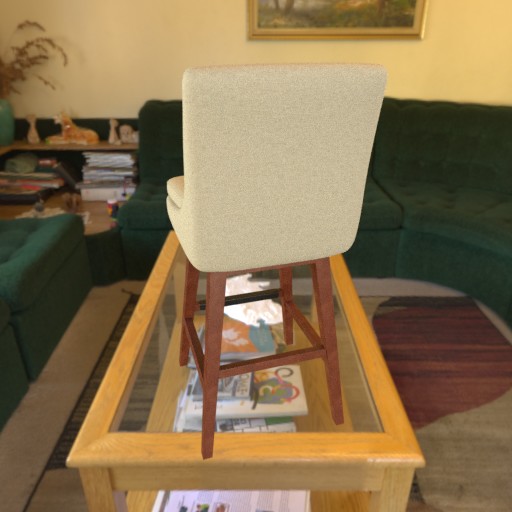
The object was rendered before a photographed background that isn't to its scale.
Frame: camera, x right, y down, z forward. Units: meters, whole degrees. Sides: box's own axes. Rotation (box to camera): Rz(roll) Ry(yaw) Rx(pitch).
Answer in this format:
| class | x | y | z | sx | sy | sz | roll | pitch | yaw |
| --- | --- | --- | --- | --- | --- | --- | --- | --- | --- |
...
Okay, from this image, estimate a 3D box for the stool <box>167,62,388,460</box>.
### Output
| class | x | y | z | sx | sy | sz | roll | pitch | yaw |
| --- | --- | --- | --- | --- | --- | --- | --- | --- | --- |
| stool | 0.000 | 0.000 | 1.344 | 0.470 | 1.092 | 0.559 | -8 | 27 | -16 |
